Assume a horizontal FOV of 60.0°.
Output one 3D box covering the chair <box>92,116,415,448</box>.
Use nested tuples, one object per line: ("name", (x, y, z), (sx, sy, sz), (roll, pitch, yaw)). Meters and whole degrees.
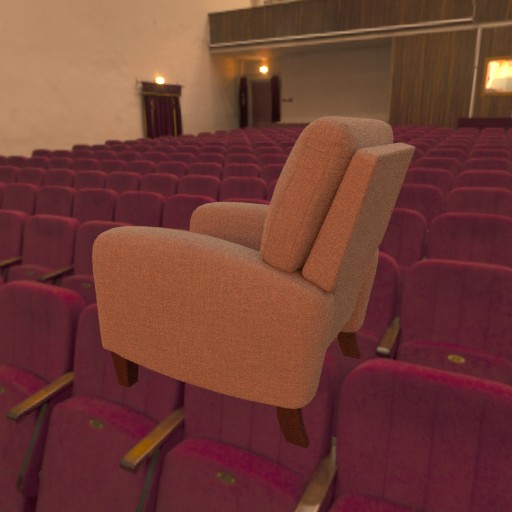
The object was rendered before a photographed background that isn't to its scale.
("chair", (0.000, 0.000, 1.674), (0.990, 0.990, 0.762), (8, 18, 26))
